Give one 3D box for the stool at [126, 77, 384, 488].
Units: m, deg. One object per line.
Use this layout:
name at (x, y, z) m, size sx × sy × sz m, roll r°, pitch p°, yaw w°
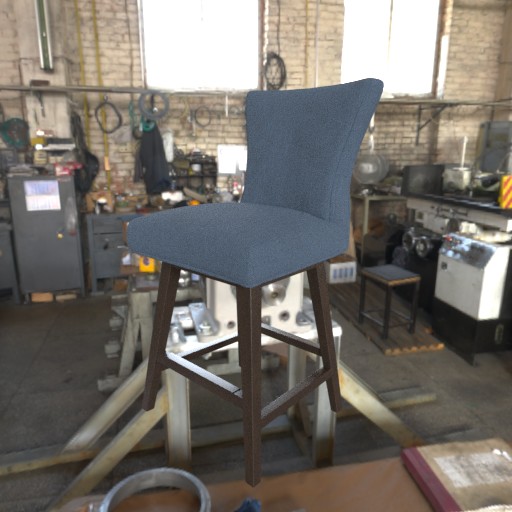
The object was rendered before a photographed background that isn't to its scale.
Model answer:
stool at (0.000, 0.000, 1.324) m, size 0.514 × 1.000 × 0.574 m, roll 13°, pitch 19°, yaw 42°
